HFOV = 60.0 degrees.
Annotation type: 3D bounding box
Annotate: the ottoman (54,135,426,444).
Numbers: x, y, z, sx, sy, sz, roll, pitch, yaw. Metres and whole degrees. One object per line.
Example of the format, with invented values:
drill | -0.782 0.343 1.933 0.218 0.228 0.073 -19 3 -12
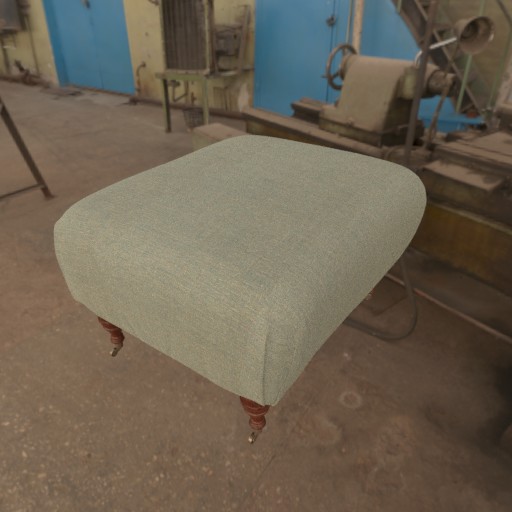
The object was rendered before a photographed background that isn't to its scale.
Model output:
ottoman | 0.000 0.000 1.115 0.622 0.450 0.747 20 37 30
